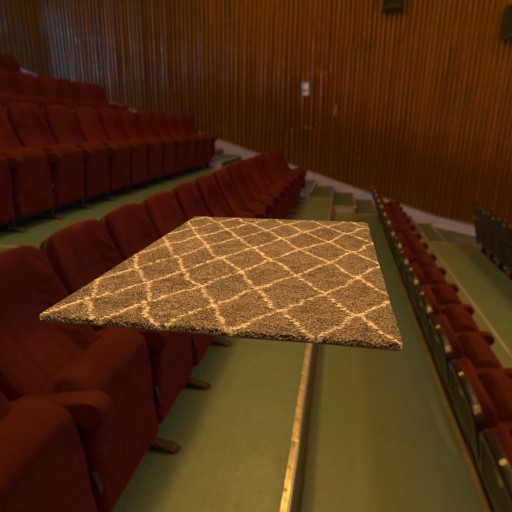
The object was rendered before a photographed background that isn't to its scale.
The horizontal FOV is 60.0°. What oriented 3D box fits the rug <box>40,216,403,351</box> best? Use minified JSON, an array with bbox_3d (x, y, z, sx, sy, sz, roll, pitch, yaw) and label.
[{"bbox_3d":[0.000,0.000,2.272,1.219,0.030,1.778,3,17,10],"label":"rug"}]
